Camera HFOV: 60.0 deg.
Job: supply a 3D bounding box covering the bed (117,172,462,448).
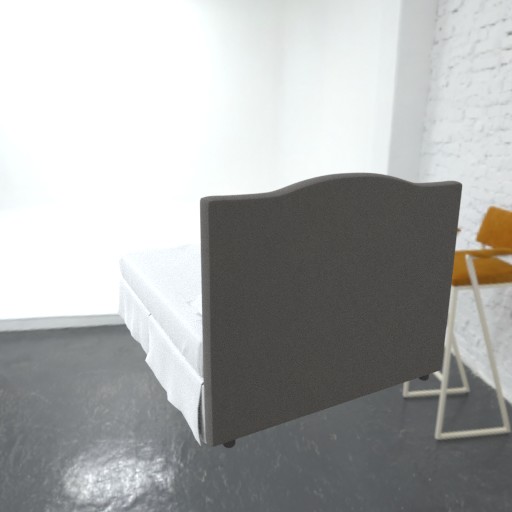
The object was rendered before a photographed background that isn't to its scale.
[{"bbox_3d":[0.000,0.000,3.487,1.821,1.436,2.282,-8,17,-27],"label":"bed"}]
